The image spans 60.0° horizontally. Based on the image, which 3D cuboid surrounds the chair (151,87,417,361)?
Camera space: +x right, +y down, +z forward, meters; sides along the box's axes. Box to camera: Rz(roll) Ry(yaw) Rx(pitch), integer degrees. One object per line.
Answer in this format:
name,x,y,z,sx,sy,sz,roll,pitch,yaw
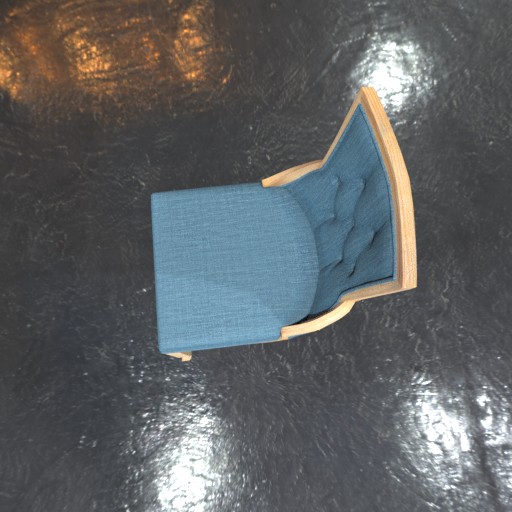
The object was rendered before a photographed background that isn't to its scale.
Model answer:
chair,0.000,0.000,1.363,0.641,0.947,0.524,-6,74,-2
